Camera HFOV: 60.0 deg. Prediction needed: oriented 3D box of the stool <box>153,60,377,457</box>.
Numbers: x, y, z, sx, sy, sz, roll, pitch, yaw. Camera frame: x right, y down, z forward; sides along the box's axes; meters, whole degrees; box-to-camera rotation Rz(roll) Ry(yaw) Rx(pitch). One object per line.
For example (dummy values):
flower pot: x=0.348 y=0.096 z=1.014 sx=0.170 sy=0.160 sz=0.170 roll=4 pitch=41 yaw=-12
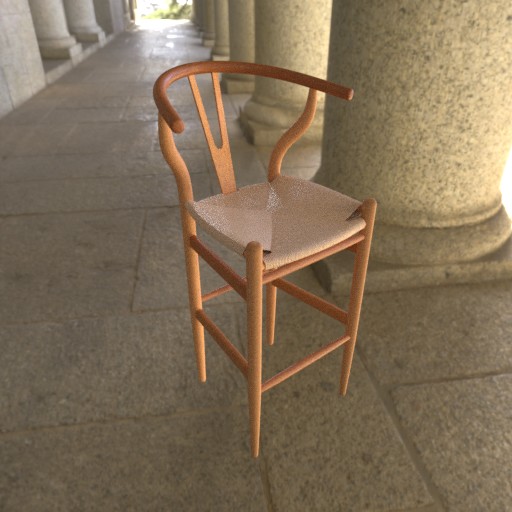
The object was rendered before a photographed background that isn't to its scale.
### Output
stool: x=0.000 y=0.000 z=1.385 sx=0.574 sy=1.068 sz=0.561 roll=-22 pitch=37 yaw=-32
